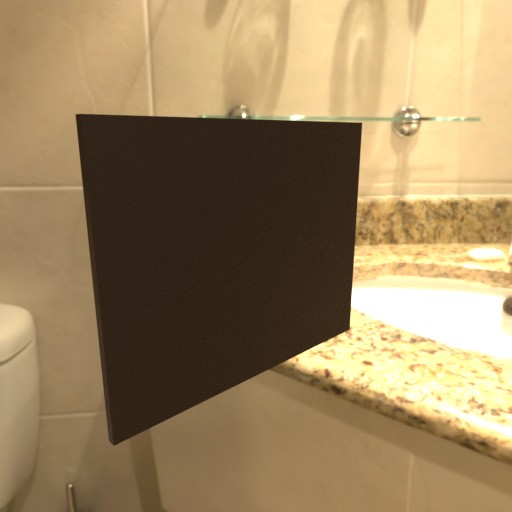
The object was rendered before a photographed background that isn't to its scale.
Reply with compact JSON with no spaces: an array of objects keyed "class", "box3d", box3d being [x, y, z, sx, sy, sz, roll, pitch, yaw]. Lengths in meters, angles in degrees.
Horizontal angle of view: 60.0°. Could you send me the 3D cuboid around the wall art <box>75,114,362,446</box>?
[{"class":"wall art","box3d":[0.000,0.000,1.618,1.207,0.952,0.034,-14,21,-41]}]
